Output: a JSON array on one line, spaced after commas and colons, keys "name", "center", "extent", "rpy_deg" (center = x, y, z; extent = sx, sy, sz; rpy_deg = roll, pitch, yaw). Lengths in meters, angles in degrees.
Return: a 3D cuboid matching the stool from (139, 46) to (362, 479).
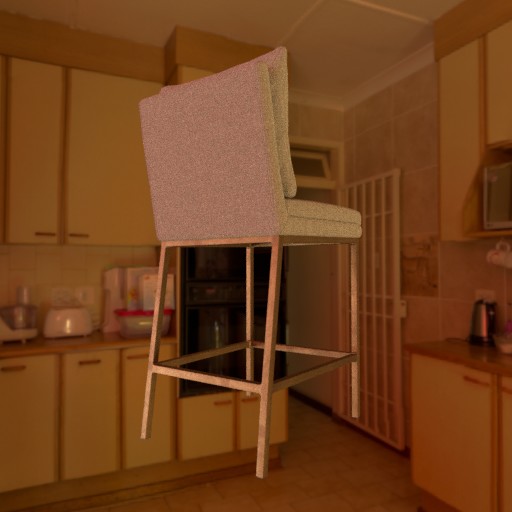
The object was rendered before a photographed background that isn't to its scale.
[{"name": "stool", "center": [0.000, 0.000, 1.358], "extent": [0.463, 1.031, 0.569], "rpy_deg": [-1, -2, 36]}]
